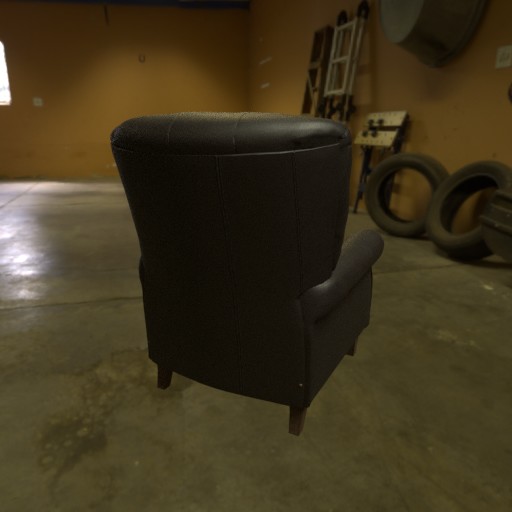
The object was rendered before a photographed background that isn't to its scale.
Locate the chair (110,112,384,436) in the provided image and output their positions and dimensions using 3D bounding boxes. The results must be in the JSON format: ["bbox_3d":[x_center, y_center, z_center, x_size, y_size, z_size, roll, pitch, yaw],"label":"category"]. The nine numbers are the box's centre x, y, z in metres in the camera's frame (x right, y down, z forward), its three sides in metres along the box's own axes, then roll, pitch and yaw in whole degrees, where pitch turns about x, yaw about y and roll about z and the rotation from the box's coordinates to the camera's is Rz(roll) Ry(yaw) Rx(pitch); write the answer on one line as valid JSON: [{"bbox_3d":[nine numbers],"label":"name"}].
[{"bbox_3d":[0.000,0.000,1.913,0.948,1.158,1.058,8,18,27],"label":"chair"}]
